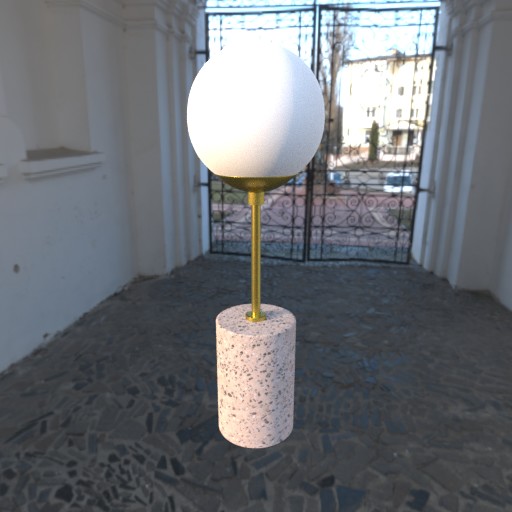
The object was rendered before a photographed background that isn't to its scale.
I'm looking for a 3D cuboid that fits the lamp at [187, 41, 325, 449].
[{"bbox_3d":[0.000,0.000,0.544,0.153,0.480,0.153,0,16,0],"label":"lamp"}]
